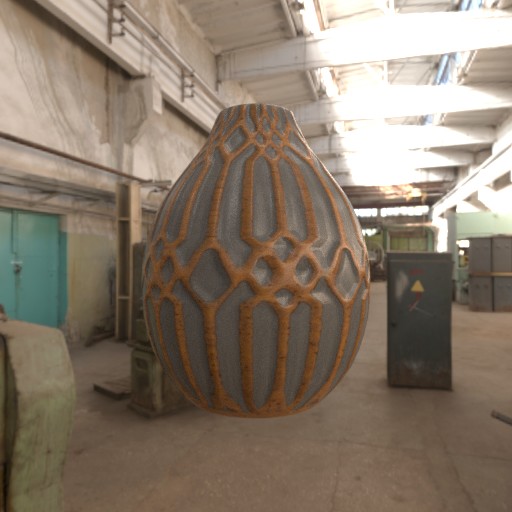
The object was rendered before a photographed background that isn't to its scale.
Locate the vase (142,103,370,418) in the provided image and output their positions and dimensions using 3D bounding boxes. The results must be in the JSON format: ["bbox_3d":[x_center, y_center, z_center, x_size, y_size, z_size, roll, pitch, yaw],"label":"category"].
[{"bbox_3d":[0.000,0.000,0.138,0.069,0.088,0.069,0,0,0],"label":"vase"}]
